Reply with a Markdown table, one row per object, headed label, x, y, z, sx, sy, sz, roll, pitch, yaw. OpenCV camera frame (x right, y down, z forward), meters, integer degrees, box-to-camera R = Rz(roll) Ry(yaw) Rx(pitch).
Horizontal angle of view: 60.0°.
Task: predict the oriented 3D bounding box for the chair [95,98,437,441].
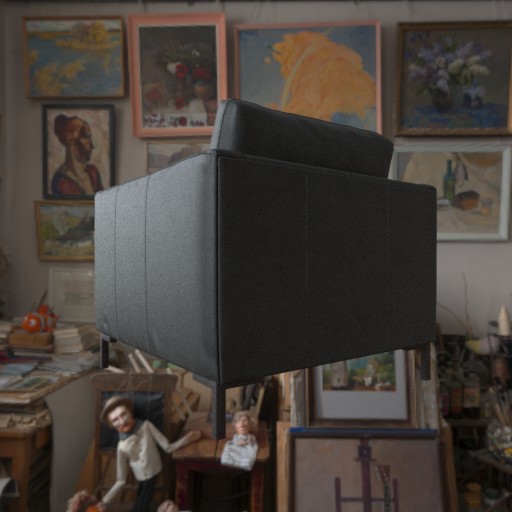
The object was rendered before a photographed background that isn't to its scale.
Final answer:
| label | x | y | z | sx | sy | sz | roll | pitch | yaw |
| --- | --- | --- | --- | --- | --- | --- | --- | --- | --- |
| chair | 0.000 | 0.000 | 1.496 | 0.967 | 0.824 | 0.861 | 0 | 0 | -37 |
